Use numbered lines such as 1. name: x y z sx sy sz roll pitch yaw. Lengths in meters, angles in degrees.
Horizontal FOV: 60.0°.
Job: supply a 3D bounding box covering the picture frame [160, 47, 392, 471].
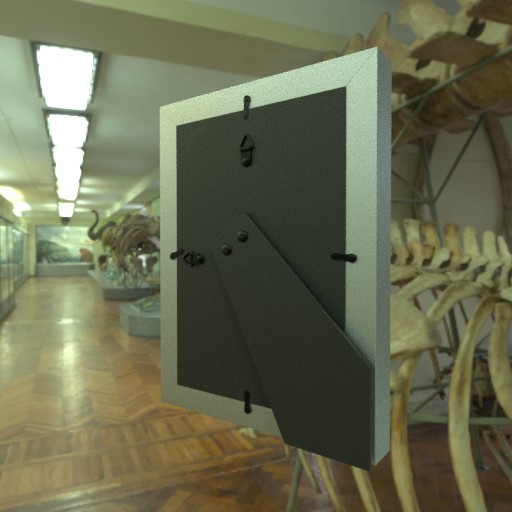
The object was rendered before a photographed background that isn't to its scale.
1. picture frame: 0.000 0.000 0.271 0.157 0.208 0.028 1 1 36
